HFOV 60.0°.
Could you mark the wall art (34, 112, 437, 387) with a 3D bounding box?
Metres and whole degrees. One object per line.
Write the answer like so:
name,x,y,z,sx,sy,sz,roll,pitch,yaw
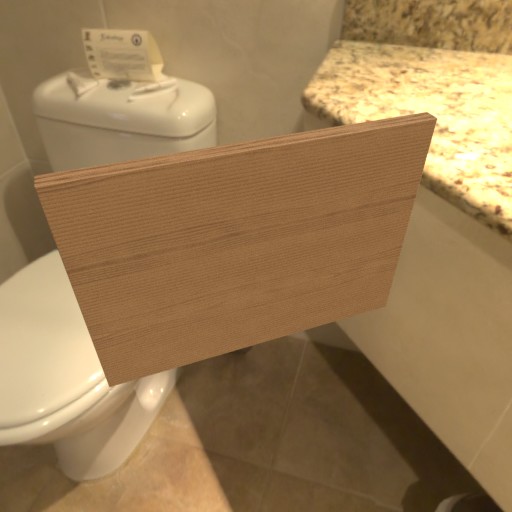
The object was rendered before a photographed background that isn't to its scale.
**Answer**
wall art,0.000,0.000,1.098,0.841,0.609,0.063,-13,42,-15
